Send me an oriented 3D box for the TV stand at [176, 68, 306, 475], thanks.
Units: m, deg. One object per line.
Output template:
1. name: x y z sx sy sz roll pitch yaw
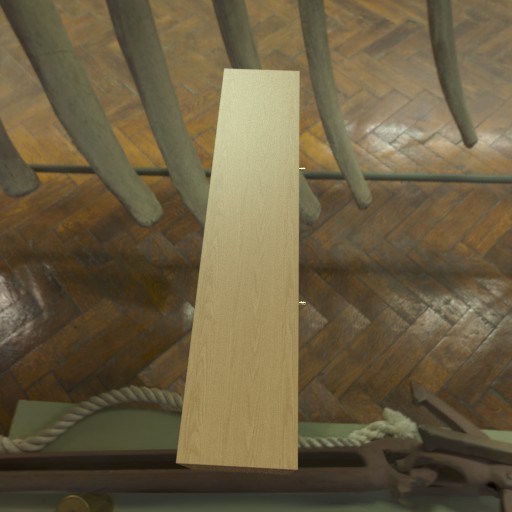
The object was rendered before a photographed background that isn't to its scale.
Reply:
1. TV stand: 0.000 0.000 2.013 0.400 0.580 1.760 3 62 1
